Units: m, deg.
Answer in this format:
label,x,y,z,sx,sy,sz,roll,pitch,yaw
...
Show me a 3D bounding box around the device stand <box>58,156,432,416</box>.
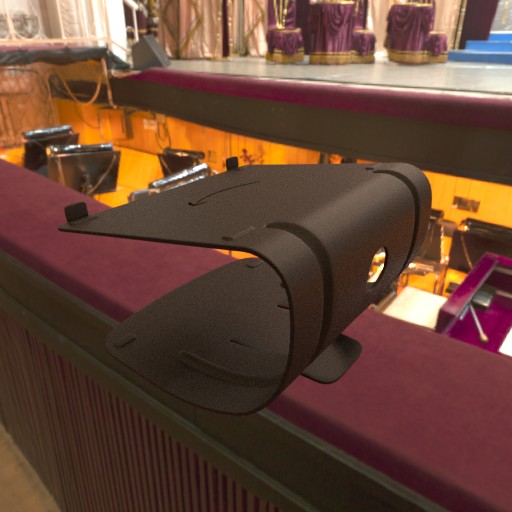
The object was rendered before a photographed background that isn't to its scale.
label,x,y,z,sx,sy,sz,roll,pitch,yaw
device stand,0.000,0.000,0.414,0.236,0.155,0.256,19,32,33
